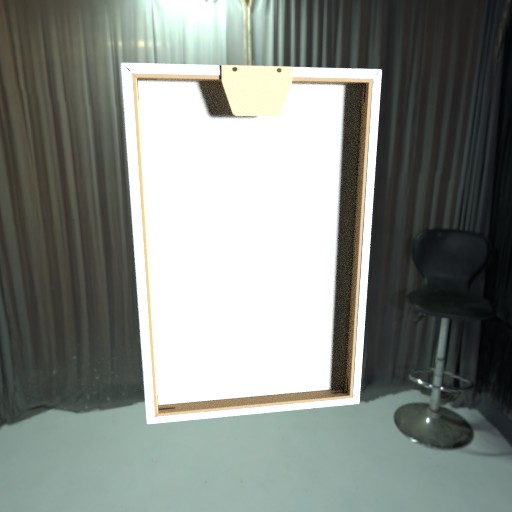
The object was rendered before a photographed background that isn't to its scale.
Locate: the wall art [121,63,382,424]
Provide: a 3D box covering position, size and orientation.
[{"bbox_3d":[0.000,0.000,1.138,0.602,0.902,0.048,-2,15,-9],"label":"wall art"}]
